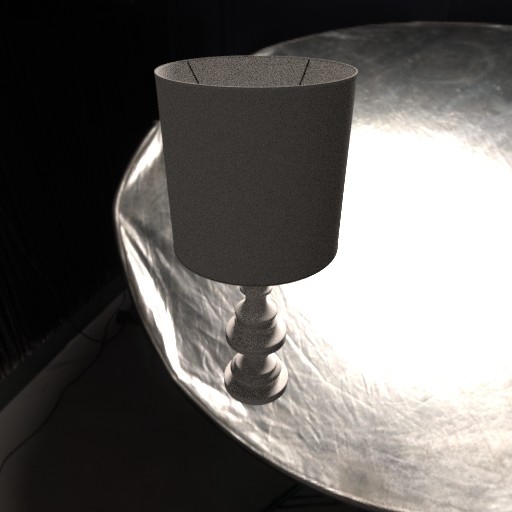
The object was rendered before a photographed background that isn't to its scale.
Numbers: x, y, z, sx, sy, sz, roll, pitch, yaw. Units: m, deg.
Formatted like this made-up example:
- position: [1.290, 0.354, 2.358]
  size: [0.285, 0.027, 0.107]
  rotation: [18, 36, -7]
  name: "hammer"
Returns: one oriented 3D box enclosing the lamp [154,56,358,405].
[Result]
- position: [0.000, 0.000, 0.579]
  size: [0.208, 0.455, 0.208]
  rotation: [10, 32, 16]
  name: "lamp"
